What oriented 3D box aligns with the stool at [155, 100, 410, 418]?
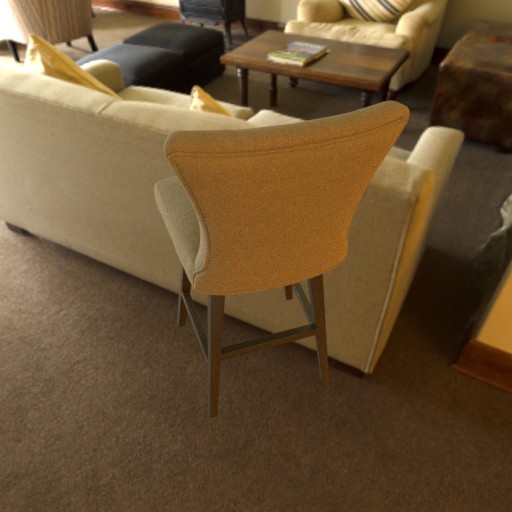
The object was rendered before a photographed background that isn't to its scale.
[{"bbox_3d":[0.000,0.000,1.370,0.514,1.086,0.574,-12,43,-14],"label":"stool"}]
